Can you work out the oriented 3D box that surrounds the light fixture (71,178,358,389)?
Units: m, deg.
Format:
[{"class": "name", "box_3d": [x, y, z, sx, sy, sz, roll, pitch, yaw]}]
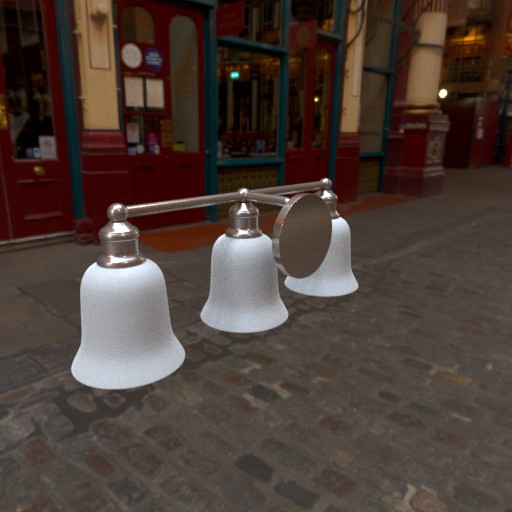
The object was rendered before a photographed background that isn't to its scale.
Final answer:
[{"class": "light fixture", "box_3d": [0.000, 0.000, 0.689, 0.198, 0.211, 0.570, 15, 21, 42]}]
